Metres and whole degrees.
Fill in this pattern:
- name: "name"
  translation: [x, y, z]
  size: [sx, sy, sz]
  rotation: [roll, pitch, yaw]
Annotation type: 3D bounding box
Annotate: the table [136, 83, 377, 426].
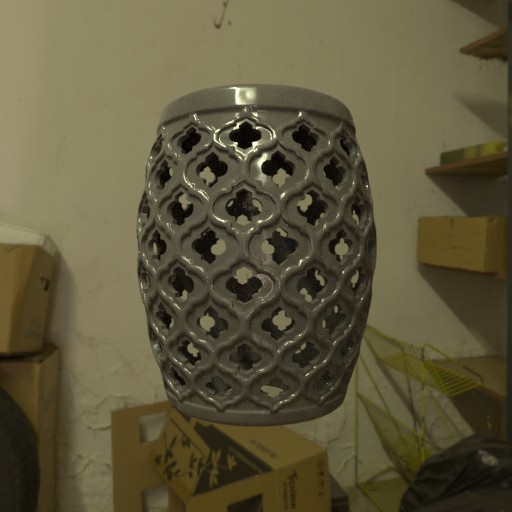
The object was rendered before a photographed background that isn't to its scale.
- name: "table"
  translation: [0.000, 0.000, 0.620]
  size: [0.325, 0.388, 0.325]
  rotation: [0, 0, 0]
